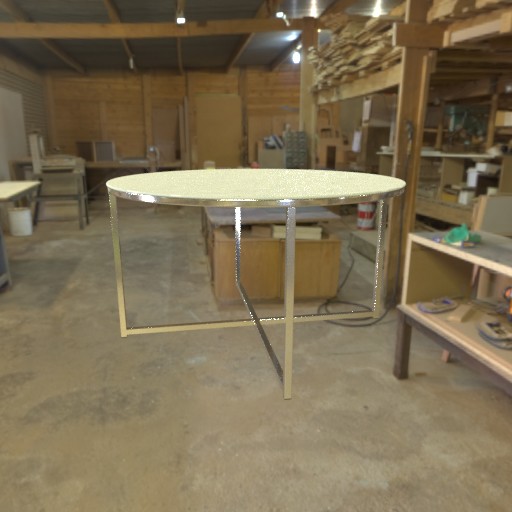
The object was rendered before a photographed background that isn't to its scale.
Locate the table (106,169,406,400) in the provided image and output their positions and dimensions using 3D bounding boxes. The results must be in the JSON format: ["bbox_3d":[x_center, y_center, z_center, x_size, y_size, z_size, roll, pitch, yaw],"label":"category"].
[{"bbox_3d":[0.000,0.000,1.303,0.800,0.450,0.800,0,15,0],"label":"table"}]
